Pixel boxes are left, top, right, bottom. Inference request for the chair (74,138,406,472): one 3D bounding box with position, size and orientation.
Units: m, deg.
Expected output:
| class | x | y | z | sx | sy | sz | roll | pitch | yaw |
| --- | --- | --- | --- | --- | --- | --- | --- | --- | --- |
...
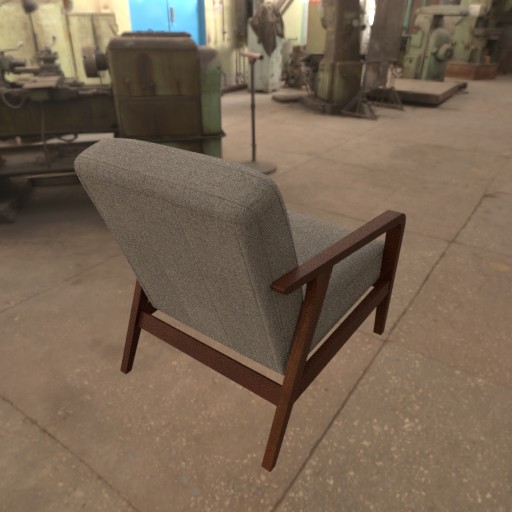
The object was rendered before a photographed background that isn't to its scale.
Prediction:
| class | x | y | z | sx | sy | sz | roll | pitch | yaw |
| --- | --- | --- | --- | --- | --- | --- | --- | --- | --- |
| chair | 0.000 | 0.000 | 1.478 | 0.704 | 0.847 | 0.858 | 20 | 35 | 32 |
